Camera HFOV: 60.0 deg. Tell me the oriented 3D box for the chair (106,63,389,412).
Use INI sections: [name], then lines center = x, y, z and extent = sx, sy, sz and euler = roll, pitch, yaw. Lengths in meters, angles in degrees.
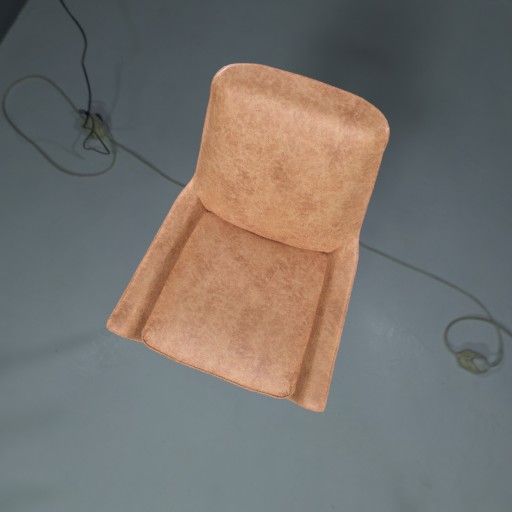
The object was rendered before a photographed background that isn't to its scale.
[chair]
center = 0.000, 0.000, 1.526
extent = 0.753, 0.883, 0.851
euler = 20, 77, 5
